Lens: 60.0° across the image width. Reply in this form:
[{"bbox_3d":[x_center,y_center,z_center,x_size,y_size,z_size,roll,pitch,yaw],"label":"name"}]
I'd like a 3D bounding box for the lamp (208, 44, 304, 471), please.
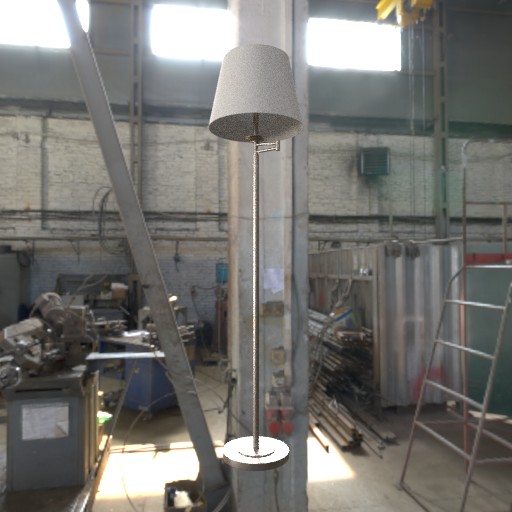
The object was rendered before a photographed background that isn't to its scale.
[{"bbox_3d":[0.000,0.000,1.652,0.355,1.473,0.355,0,-2,0],"label":"lamp"}]
